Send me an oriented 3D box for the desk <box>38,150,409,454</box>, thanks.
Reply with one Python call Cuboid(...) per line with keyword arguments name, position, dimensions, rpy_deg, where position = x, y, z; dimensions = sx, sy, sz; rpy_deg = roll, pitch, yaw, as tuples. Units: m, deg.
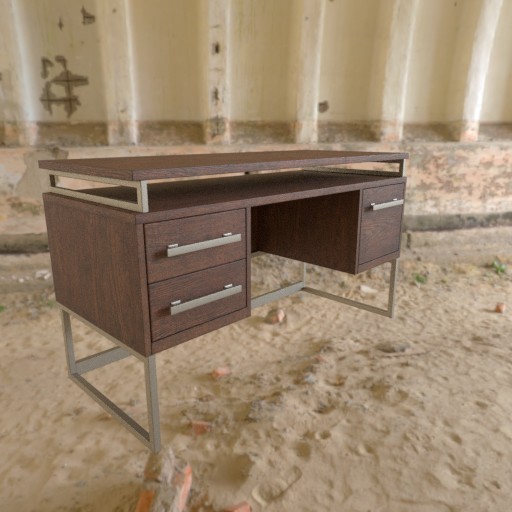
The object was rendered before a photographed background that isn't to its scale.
Cuboid(name="desk", position=(0.000, 0.000, 1.801), dimensions=(0.610, 0.792, 1.384), rpy_deg=(15, 21, 43))
